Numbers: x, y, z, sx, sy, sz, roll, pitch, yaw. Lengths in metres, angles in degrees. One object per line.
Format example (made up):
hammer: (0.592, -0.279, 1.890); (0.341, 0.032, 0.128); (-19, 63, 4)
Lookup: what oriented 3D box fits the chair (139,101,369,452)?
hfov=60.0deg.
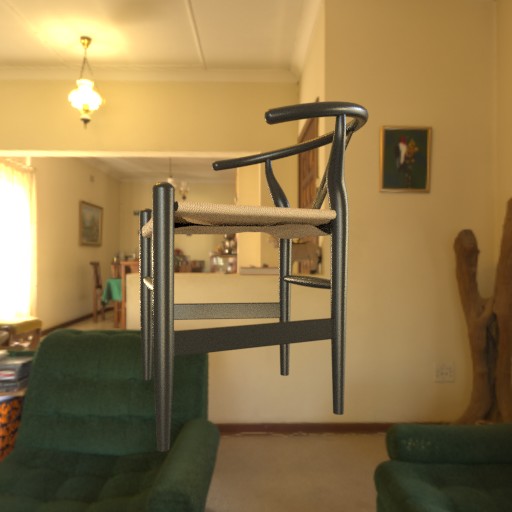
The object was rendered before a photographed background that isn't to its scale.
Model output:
chair: (0.000, 0.000, 1.166); (0.570, 0.739, 0.570); (0, 0, -17)
